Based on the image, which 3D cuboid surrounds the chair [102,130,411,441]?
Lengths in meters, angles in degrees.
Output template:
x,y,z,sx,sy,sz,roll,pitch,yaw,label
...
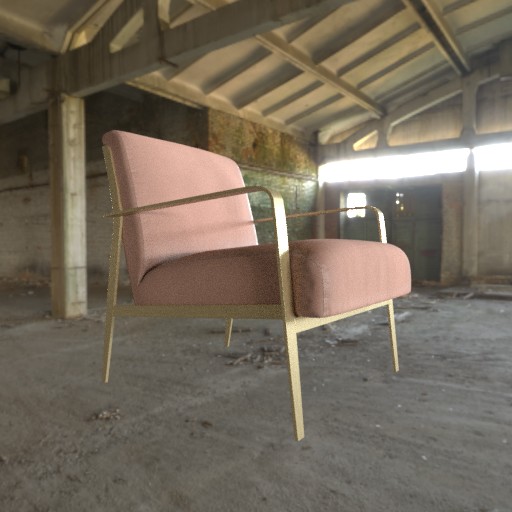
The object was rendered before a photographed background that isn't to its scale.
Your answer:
x,y,z,sx,sy,sz,roll,pitch,yaw,label
0.000,0.000,1.467,0.848,0.823,0.701,1,2,36,chair
